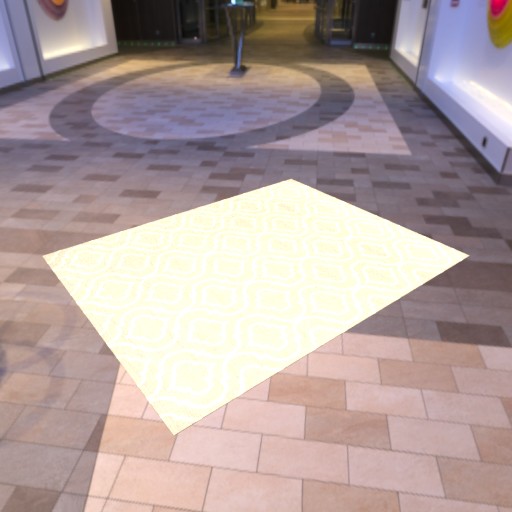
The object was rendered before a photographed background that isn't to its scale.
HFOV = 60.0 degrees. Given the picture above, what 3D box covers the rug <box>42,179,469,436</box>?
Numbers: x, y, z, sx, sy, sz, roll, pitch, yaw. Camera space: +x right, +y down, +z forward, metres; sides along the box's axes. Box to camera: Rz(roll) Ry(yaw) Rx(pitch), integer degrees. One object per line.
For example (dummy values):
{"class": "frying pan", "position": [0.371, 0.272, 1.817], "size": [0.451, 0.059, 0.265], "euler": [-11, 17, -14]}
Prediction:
{"class": "rug", "position": [0.000, 0.000, 3.823], "size": [2.892, 0.006, 2.283], "euler": [-22, 38, -32]}
